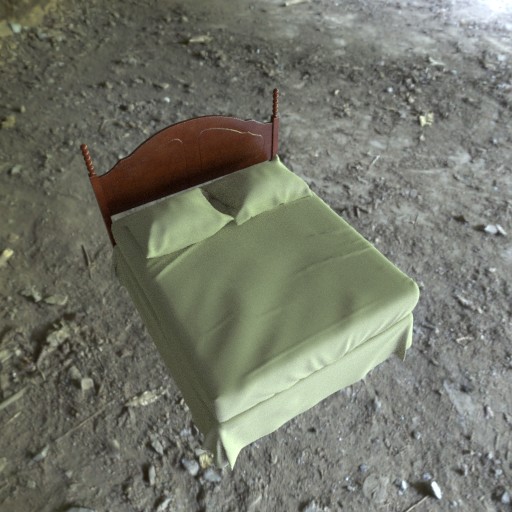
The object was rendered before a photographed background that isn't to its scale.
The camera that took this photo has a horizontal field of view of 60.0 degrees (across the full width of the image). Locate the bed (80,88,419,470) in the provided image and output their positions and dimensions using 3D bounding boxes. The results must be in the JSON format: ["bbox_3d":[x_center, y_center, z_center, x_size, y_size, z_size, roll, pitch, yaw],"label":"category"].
[{"bbox_3d":[0.000,0.000,3.272,1.873,1.356,2.040,-24,51,-21],"label":"bed"}]
